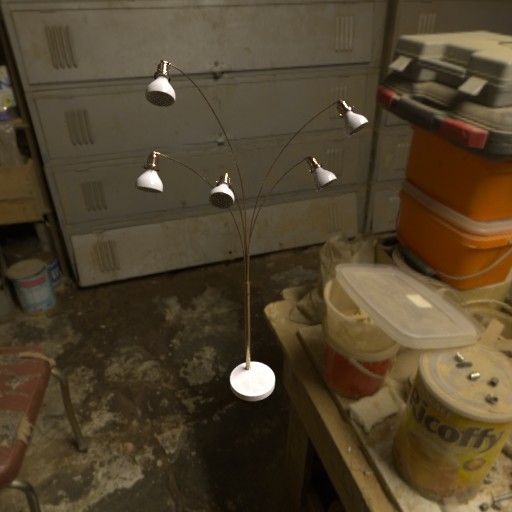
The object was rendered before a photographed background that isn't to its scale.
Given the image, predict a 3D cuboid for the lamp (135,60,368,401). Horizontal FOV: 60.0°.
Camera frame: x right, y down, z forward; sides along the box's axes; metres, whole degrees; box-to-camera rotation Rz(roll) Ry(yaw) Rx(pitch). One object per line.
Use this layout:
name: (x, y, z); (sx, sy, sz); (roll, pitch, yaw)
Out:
lamp: (0.000, 0.000, 2.942); (1.405, 2.423, 0.361); (-9, 34, -14)
